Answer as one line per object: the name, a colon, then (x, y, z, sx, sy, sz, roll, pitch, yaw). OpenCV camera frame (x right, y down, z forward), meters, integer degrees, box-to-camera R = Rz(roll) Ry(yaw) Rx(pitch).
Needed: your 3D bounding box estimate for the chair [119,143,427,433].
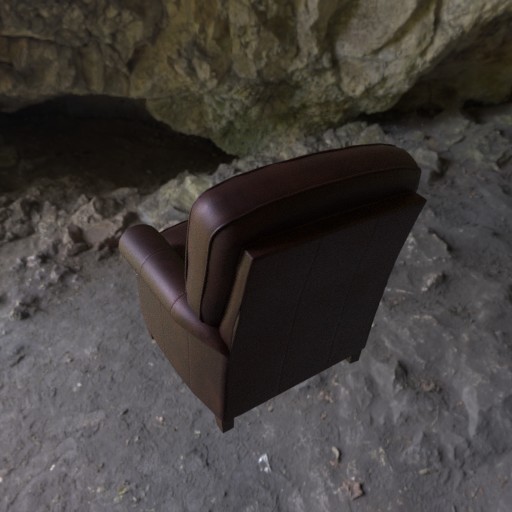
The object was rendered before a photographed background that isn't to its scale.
chair: (0.000, 0.000, 1.792, 0.936, 1.018, 0.986, -19, 35, -29)
